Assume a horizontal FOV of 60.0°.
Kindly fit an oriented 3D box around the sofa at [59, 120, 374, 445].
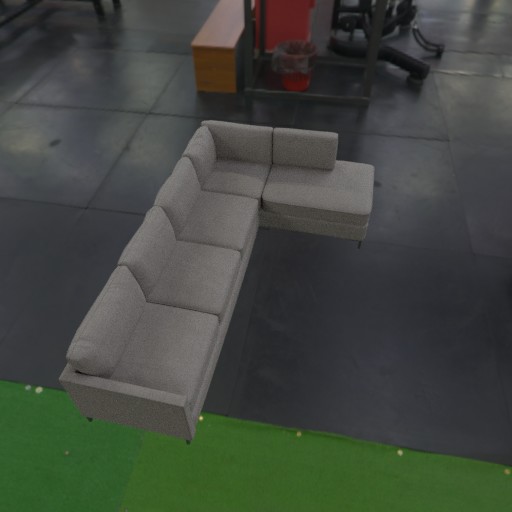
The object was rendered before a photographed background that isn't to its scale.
[{"bbox_3d":[0.000,0.000,4.201,2.077,0.964,3.331,9,47,8],"label":"sofa"}]
